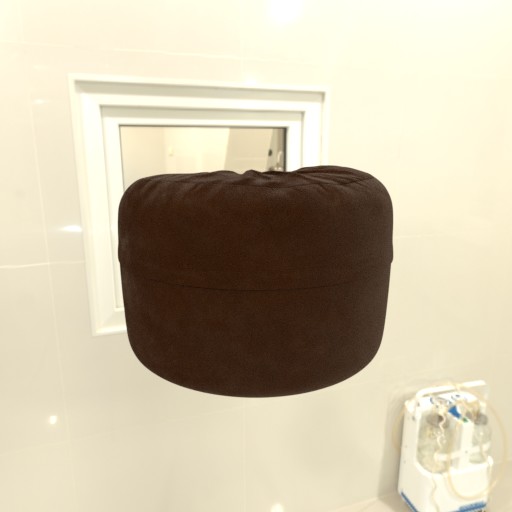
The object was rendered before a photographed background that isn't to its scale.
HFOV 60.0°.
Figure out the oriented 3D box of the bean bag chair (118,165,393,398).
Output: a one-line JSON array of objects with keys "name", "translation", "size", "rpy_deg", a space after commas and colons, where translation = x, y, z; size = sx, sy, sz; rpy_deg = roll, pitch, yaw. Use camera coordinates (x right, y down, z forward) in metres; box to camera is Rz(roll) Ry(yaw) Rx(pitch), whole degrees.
[{"name": "bean bag chair", "translation": [0.000, 0.000, 1.550], "size": [0.918, 0.616, 0.918], "rpy_deg": [0, 14, 0]}]
